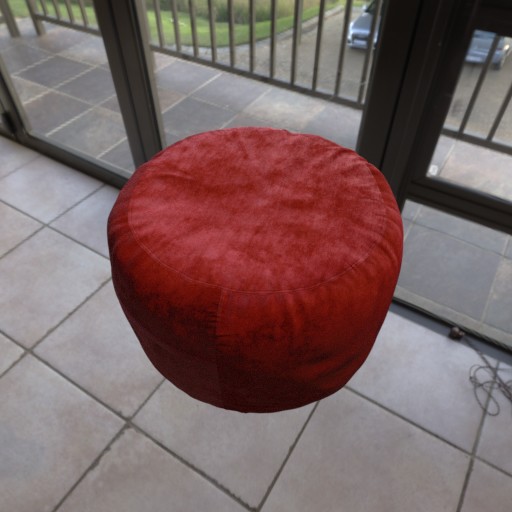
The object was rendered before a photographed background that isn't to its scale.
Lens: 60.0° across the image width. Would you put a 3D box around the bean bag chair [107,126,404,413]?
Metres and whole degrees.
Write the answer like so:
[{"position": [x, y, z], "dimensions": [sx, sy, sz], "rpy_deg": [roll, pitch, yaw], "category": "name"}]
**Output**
[{"position": [0.000, 0.000, 1.987], "dimensions": [1.219, 0.762, 1.219], "rpy_deg": [0, 48, 0], "category": "bean bag chair"}]
